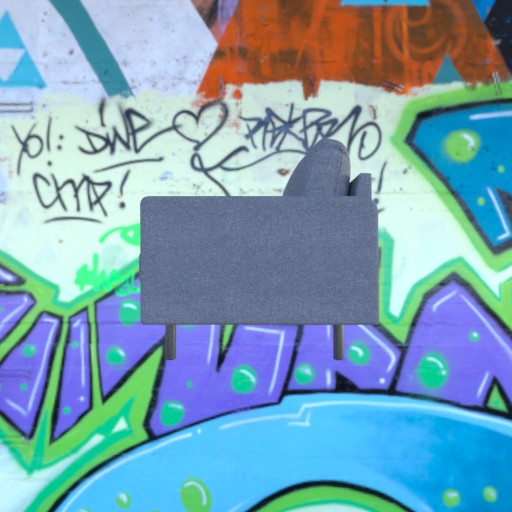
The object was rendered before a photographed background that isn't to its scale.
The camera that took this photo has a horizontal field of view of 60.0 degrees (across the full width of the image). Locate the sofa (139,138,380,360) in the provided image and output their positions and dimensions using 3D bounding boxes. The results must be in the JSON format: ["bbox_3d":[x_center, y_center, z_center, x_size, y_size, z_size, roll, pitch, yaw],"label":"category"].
[{"bbox_3d":[0.000,0.000,2.591,0.880,0.880,2.100,0,-1,0],"label":"sofa"}]
